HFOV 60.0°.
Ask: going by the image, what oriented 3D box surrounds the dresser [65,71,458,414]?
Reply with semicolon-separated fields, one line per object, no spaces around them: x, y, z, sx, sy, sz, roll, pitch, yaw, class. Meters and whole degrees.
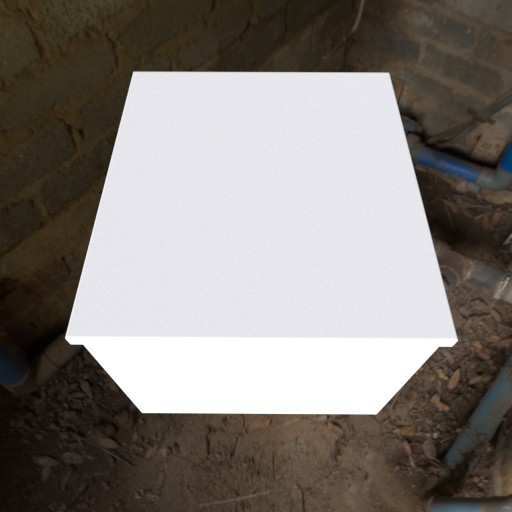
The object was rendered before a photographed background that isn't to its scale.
0.000;0.000;0.703;0.400;0.360;0.430;0;57;0;dresser
